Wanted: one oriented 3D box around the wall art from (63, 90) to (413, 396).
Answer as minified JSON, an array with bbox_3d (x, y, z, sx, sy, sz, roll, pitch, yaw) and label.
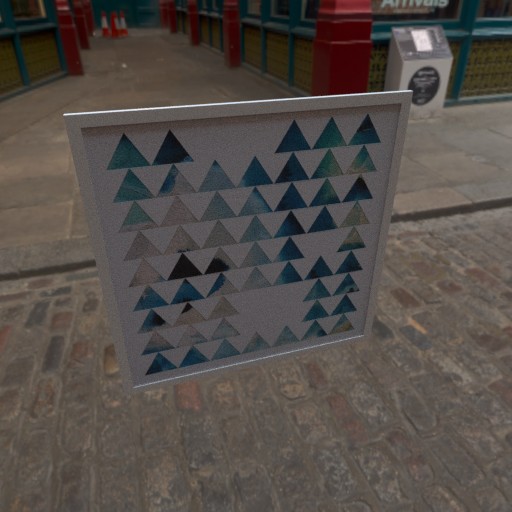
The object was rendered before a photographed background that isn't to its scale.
[{"bbox_3d":[0.000,0.000,0.677,0.456,0.456,0.007,-9,32,-15],"label":"wall art"}]
